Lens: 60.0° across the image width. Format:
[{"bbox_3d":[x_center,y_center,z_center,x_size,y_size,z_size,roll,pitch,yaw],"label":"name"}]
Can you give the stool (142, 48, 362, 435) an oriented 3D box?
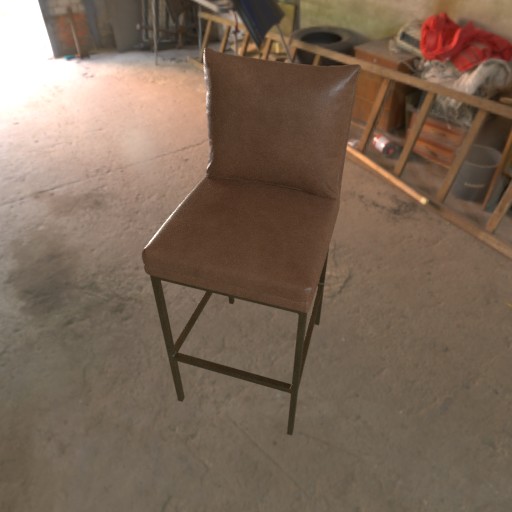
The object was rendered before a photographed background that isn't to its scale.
[{"bbox_3d":[0.000,0.000,1.434,0.463,1.124,0.571,12,43,13],"label":"stool"}]
